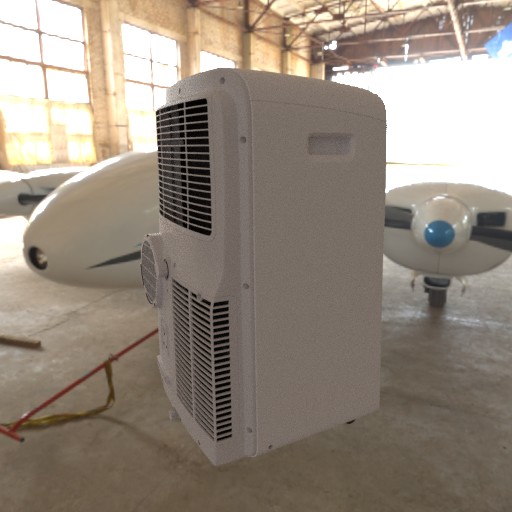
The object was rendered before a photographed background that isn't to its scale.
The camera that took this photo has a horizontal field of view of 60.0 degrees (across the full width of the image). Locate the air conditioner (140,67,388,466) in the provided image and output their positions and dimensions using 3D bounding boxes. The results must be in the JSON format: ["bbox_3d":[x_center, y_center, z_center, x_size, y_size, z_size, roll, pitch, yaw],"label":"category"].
[{"bbox_3d":[0.000,0.000,1.047,0.467,0.765,0.478,-7,15,-26],"label":"air conditioner"}]
